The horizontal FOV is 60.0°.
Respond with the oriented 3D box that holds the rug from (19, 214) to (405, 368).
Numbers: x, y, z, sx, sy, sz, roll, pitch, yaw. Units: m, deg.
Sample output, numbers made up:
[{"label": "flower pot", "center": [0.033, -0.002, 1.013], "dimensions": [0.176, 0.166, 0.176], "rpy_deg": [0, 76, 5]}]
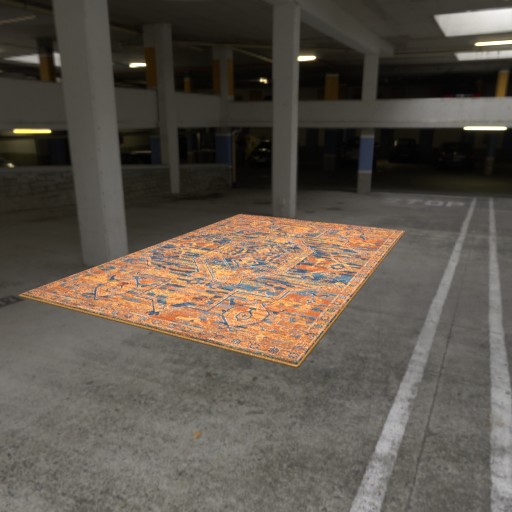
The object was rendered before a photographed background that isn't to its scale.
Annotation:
[{"label": "rug", "center": [0.000, 0.000, 2.194], "dimensions": [1.148, 0.013, 1.758], "rpy_deg": [8, 19, 26]}]
